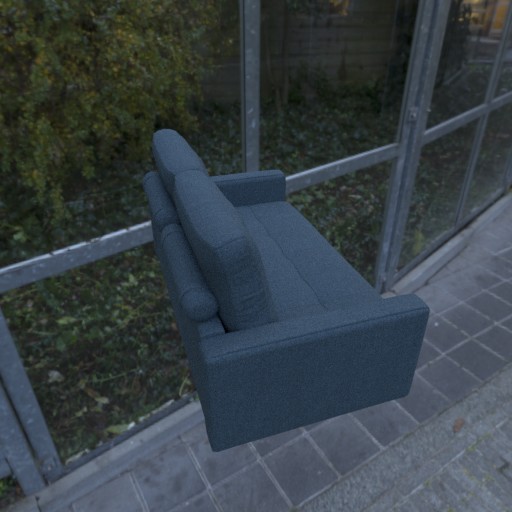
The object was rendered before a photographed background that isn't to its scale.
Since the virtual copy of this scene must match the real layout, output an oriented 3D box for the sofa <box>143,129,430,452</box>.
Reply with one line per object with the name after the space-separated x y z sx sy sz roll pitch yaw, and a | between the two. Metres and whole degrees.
0.000 0.000 2.002 0.842 0.907 1.407 -10 33 -16 | sofa
